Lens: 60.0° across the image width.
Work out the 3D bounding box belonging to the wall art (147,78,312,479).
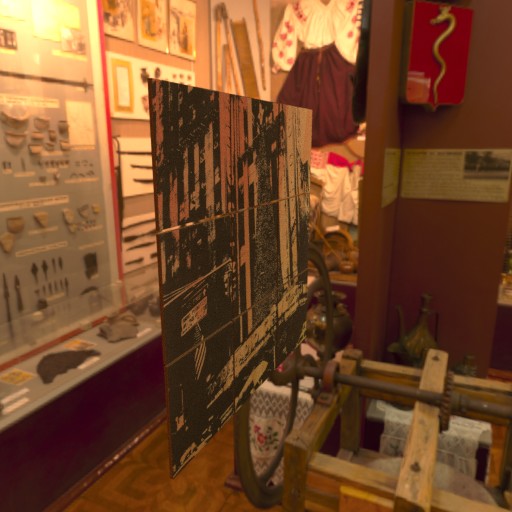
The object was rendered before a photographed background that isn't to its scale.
[{"bbox_3d":[0.000,0.000,1.368,0.010,0.917,0.919,7,16,26],"label":"wall art"}]
